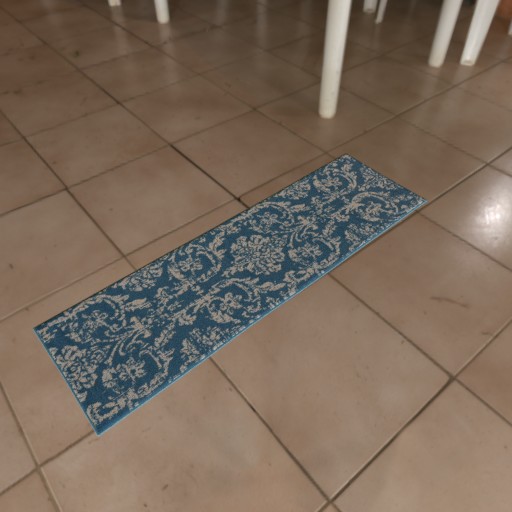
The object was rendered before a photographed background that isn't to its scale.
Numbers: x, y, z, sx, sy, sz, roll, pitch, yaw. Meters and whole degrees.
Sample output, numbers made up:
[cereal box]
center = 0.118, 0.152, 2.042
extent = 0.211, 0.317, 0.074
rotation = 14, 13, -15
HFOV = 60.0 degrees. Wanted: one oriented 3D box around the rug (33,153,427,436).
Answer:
[rug]
center = 0.000, 0.000, 2.394
extent = 2.196, 0.011, 0.662
rotation = -32, 55, -26
